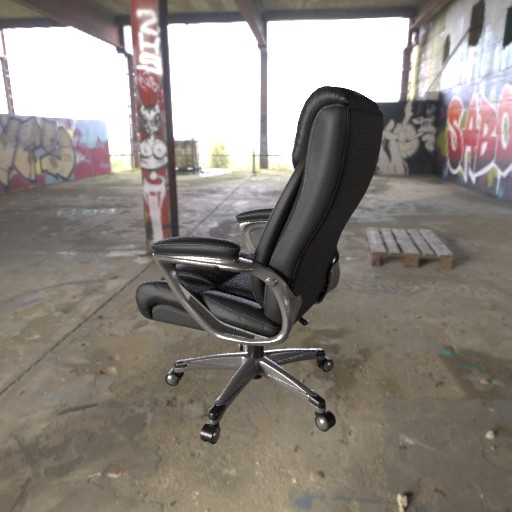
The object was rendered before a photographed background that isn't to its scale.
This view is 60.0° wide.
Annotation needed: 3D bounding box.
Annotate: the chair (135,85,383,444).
[{"bbox_3d":[0.000,0.000,1.674,0.784,1.167,0.741,8,17,25],"label":"chair"}]
